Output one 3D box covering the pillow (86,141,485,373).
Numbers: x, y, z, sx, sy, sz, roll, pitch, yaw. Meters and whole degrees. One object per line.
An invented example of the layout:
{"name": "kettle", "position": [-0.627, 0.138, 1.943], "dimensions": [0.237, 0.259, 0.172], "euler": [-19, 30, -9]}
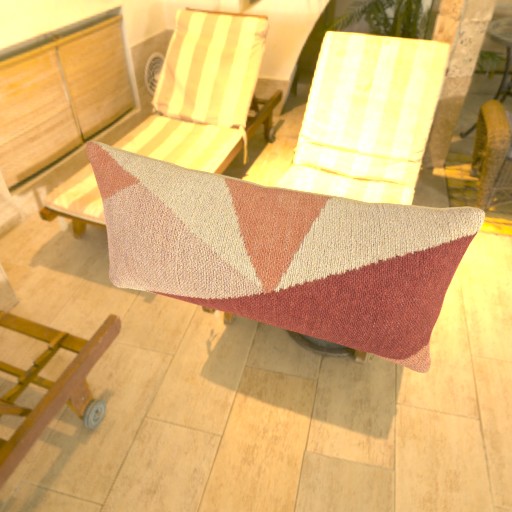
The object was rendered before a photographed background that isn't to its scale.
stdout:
{"name": "pillow", "position": [0.000, 0.000, 0.719], "dimensions": [0.609, 0.292, 0.155], "euler": [13, 43, 15]}
